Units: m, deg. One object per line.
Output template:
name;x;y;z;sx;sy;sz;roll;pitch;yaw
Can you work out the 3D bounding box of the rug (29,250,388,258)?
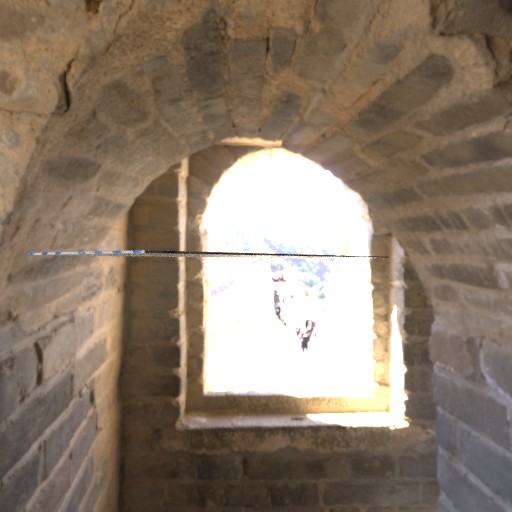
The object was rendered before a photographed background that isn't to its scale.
rug;0.000;0.000;1.706;0.503;0.007;1.492;-1;-1;36
